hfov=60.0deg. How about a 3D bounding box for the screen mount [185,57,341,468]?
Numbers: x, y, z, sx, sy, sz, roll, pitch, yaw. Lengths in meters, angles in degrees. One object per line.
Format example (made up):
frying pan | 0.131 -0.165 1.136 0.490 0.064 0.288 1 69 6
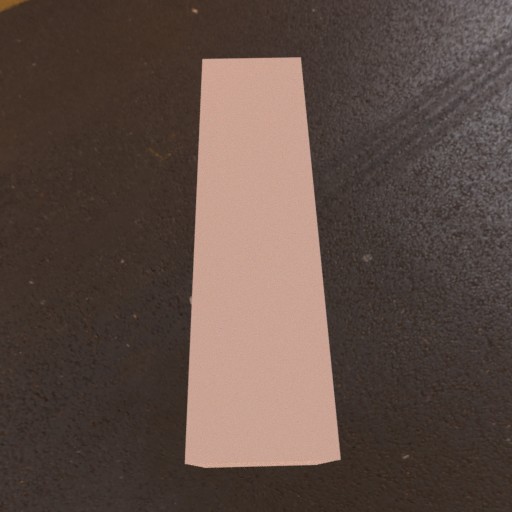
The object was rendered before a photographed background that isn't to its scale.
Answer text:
screen mount | 0.000 0.000 1.747 0.400 0.619 1.490 -1 63 -1
